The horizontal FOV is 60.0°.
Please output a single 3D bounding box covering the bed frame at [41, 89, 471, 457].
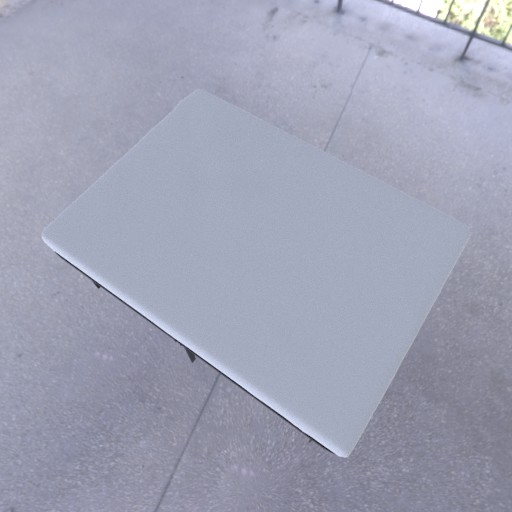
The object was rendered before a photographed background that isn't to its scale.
[{"bbox_3d":[0.000,0.000,2.593,1.905,0.637,1.372,32,66,16],"label":"bed frame"}]
